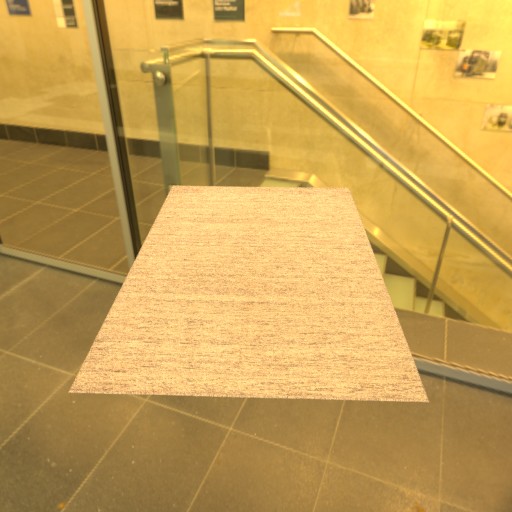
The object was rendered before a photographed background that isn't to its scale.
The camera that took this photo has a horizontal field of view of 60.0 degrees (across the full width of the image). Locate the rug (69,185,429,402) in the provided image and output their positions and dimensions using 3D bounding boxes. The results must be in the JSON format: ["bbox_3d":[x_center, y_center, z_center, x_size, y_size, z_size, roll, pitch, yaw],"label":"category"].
[{"bbox_3d":[0.000,0.000,2.288,1.225,0.013,1.840,1,31,2],"label":"rug"}]
